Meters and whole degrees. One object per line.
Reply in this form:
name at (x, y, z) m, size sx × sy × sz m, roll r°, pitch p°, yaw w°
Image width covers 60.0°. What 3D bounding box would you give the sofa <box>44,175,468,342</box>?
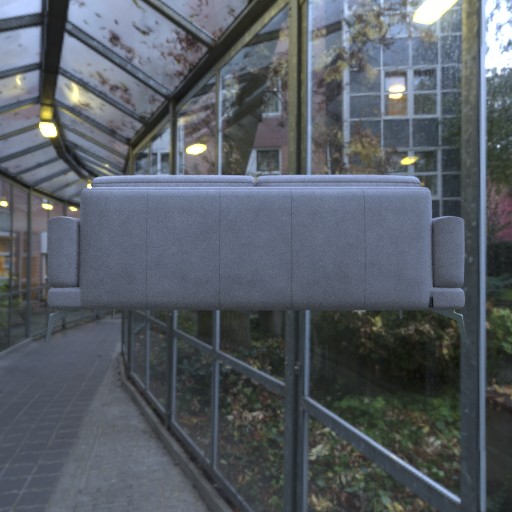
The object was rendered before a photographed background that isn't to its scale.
sofa at (0.000, 0.000, 2.555) m, size 2.013 × 0.830 × 0.980 m, roll 0°, pitch -1°, yaw 0°
